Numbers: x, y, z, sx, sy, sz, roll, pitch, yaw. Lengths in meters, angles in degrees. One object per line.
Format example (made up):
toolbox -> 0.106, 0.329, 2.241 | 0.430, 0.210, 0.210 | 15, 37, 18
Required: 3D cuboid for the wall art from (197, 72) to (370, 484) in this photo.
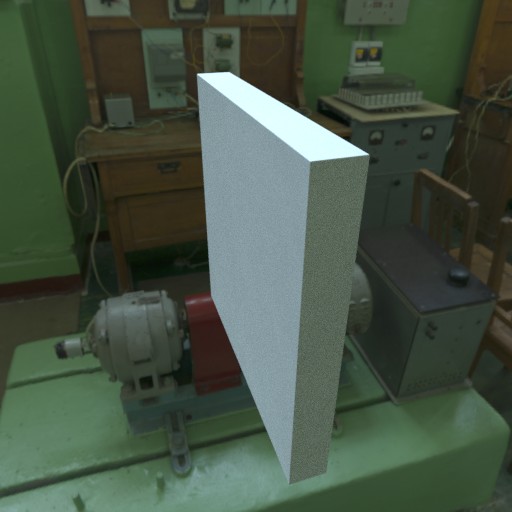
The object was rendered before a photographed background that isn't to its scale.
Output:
wall art -> 0.000, 0.000, 0.453 | 0.038, 0.305, 0.305 | -10, 33, -16
